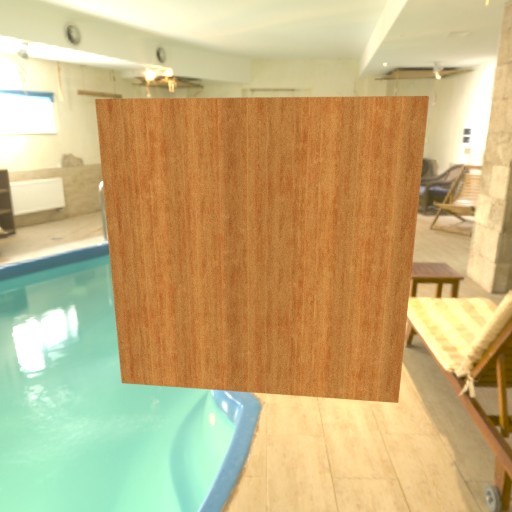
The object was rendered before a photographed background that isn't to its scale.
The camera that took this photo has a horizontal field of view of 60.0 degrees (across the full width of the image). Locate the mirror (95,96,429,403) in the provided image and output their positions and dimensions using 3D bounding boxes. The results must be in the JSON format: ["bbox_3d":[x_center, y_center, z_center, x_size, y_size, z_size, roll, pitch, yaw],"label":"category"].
[{"bbox_3d":[0.000,0.000,0.969,0.651,0.651,0.047,2,16,7],"label":"mirror"}]
